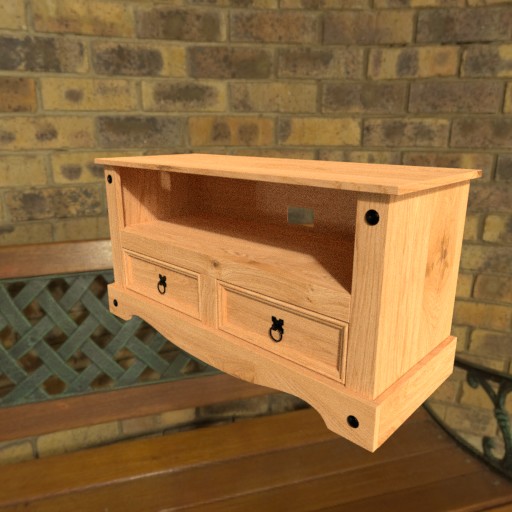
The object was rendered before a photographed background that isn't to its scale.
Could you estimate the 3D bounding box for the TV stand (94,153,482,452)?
[{"bbox_3d":[0.000,0.000,1.341,1.080,0.550,0.440,15,22,41],"label":"TV stand"}]
